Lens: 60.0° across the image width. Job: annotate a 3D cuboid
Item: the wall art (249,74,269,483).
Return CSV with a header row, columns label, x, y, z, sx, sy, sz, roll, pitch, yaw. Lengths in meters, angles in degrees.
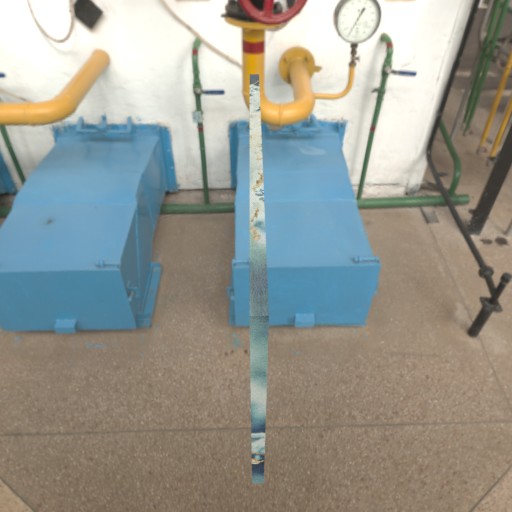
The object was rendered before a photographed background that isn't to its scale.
label,x,y,z,sx,sy,sz,roll,pitch,yaw
wall art,0.000,0.000,1.458,0.035,0.759,1.138,0,43,0
